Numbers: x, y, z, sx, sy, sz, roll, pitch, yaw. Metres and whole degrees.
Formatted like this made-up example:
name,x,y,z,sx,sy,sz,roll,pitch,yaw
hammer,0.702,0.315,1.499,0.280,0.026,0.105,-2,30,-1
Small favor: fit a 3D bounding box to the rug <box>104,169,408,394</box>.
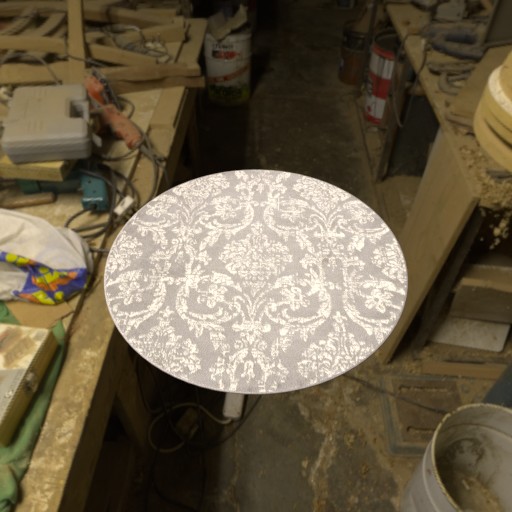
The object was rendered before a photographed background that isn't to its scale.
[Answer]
name,x,y,z,sx,sy,sz,roll,pitch,yaw
rug,0.000,0.000,2.385,1.593,0.012,1.593,0,46,0
